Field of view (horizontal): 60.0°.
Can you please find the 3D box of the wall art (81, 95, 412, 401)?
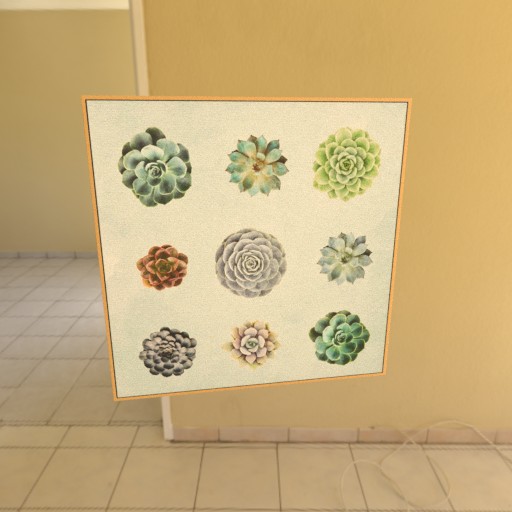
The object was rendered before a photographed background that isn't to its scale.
[{"bbox_3d":[0.000,0.000,1.418,0.962,0.959,0.013,-3,17,-9],"label":"wall art"}]
